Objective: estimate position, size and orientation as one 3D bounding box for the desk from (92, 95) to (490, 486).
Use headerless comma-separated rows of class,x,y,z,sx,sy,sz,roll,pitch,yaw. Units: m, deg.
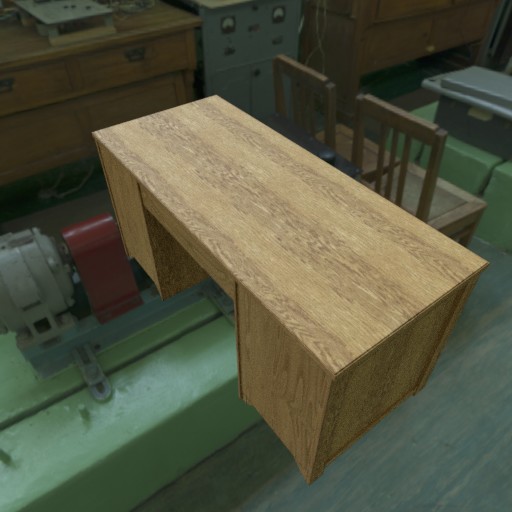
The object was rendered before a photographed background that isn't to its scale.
desk,0.000,0.000,1.956,0.685,0.751,1.567,-27,50,-26
